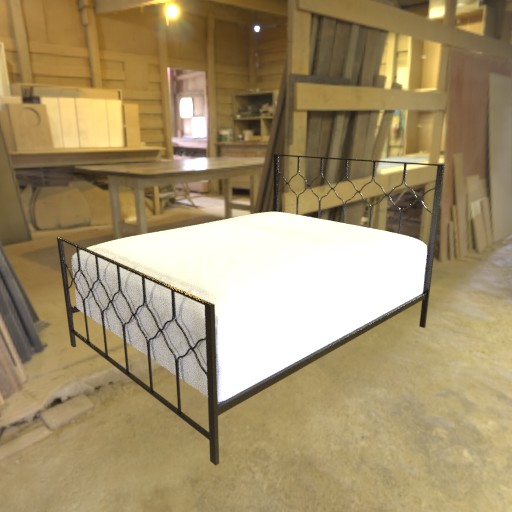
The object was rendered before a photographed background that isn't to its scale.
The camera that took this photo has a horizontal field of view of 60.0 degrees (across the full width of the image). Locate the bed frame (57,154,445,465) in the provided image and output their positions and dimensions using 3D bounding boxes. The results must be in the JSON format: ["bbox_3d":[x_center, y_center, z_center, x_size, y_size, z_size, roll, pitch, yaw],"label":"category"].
[{"bbox_3d":[0.000,0.000,3.074,2.063,1.222,1.597,-15,22,-42],"label":"bed frame"}]
